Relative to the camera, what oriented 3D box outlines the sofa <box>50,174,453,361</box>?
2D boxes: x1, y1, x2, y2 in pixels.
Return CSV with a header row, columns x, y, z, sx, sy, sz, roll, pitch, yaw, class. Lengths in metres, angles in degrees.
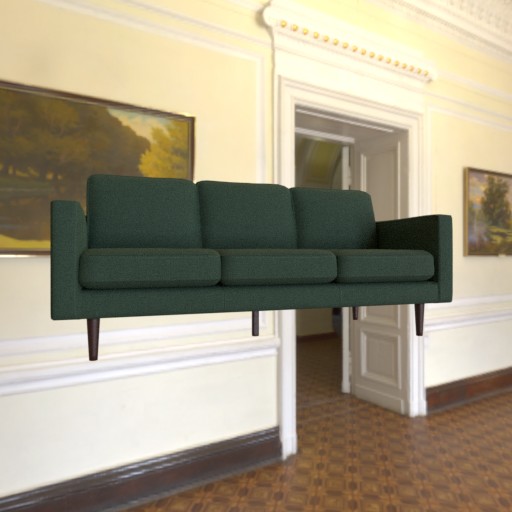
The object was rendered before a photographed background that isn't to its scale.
x,y,z,sx,sy,sz,roll,pitch,yaw,class
0.000,0.000,2.479,2.029,0.899,0.879,0,0,-20,sofa
